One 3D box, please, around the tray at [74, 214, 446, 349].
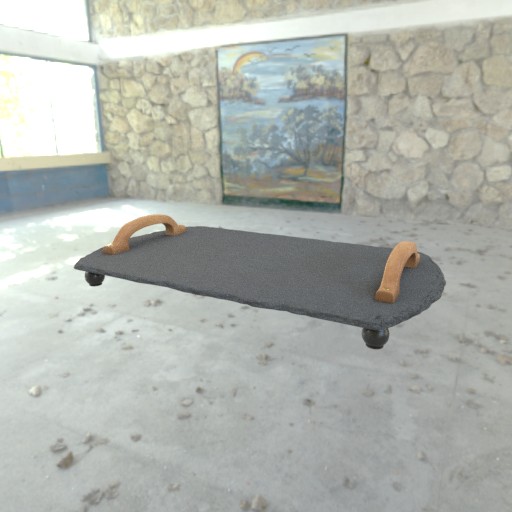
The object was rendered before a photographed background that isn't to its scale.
[{"bbox_3d":[0.000,0.000,0.489,0.387,0.062,0.231,8,18,27],"label":"tray"}]
